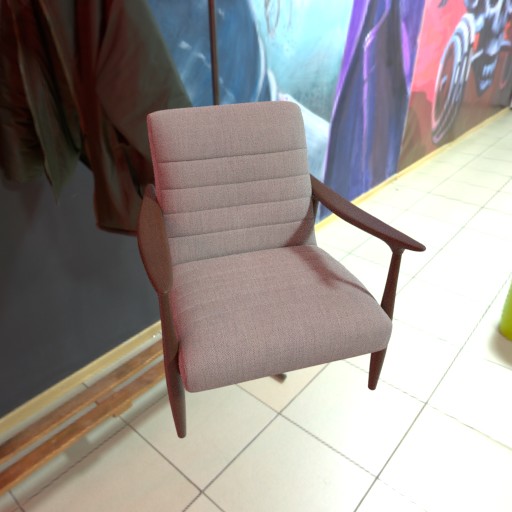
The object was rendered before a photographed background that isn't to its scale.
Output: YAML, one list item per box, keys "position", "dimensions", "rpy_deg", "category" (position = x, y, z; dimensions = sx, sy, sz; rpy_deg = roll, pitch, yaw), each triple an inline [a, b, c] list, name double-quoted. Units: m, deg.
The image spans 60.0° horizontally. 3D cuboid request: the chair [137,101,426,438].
- position: [0.000, 0.000, 1.476]
  dimensions: [0.741, 0.832, 0.798]
  rpy_deg: [-9, 32, -14]
  category: "chair"
